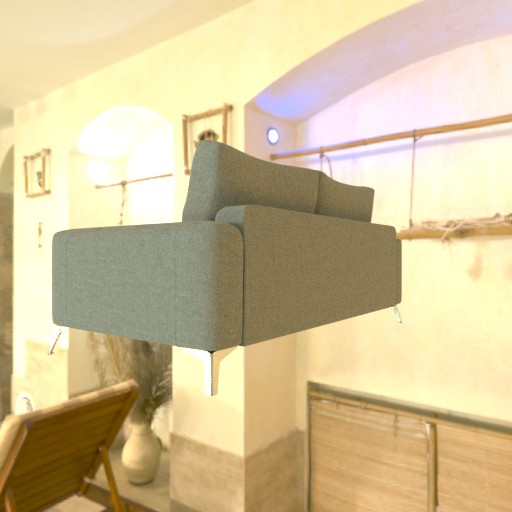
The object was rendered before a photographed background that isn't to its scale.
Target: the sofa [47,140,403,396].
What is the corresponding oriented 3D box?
[{"bbox_3d":[0.000,0.000,2.164,0.920,0.790,1.650,0,0,36],"label":"sofa"}]
